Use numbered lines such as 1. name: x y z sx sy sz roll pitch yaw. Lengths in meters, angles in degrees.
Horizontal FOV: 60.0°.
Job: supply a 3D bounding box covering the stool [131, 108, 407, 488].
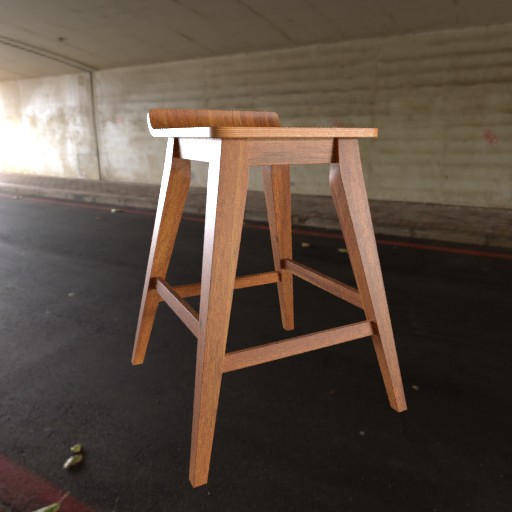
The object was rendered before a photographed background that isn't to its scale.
1. stool: 0.000 0.000 1.007 0.500 0.650 0.500 -8 17 -26
